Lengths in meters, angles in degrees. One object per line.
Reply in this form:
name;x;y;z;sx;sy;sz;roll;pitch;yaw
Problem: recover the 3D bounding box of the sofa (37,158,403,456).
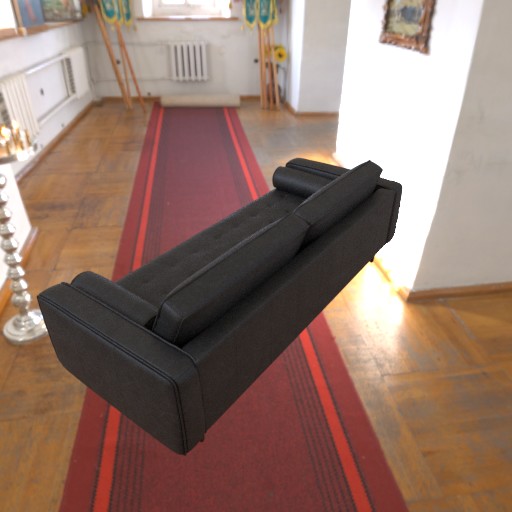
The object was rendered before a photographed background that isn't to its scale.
sofa;0.000;0.000;2.604;0.914;0.762;2.210;22;39;30
